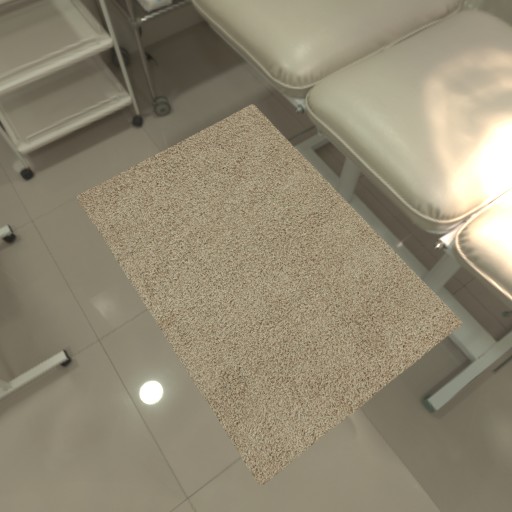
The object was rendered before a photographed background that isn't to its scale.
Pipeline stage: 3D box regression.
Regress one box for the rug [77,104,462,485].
[{"bbox_3d":[0.000,0.000,2.328,1.219,0.030,1.778,-32,68,-15],"label":"rug"}]
